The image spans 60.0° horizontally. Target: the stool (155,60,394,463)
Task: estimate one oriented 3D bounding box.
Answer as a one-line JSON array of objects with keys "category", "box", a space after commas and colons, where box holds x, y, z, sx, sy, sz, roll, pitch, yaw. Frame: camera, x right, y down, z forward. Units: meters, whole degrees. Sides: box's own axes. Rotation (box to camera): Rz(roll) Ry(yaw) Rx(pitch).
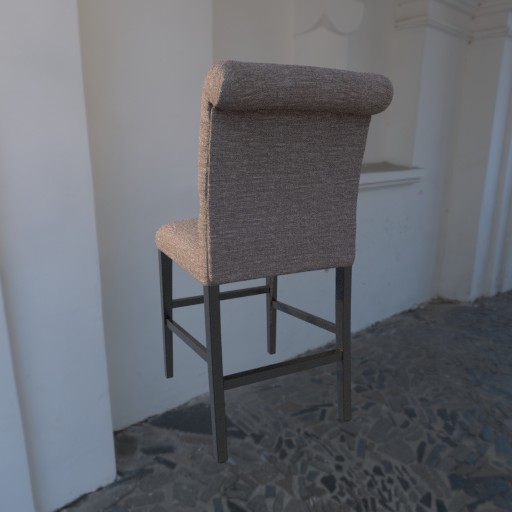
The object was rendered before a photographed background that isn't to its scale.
[{"category": "stool", "box": [0.000, 0.000, 1.308, 0.457, 0.970, 0.611, -7, 16, -25]}]
